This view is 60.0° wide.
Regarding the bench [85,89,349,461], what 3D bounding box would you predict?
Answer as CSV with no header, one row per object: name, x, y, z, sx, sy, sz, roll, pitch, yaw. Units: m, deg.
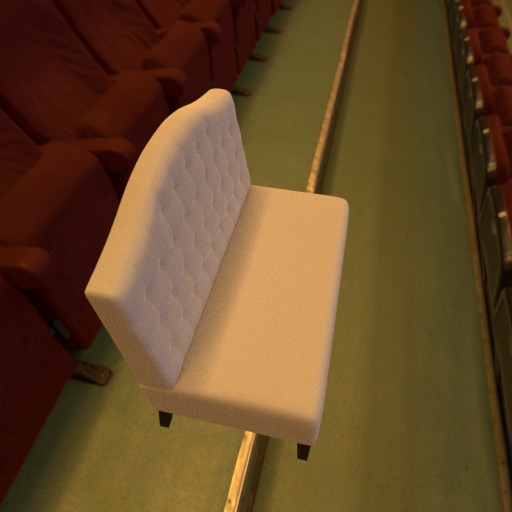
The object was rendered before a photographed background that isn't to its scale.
bench,0.000,0.000,2.052,0.815,1.180,1.335,10,48,9
